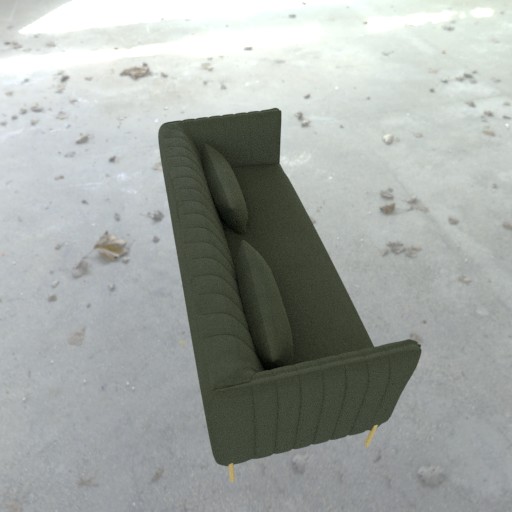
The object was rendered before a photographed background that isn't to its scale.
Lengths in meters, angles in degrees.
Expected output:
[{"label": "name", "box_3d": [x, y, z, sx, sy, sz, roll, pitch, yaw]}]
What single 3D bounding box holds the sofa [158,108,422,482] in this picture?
[{"label": "sofa", "box_3d": [0.000, 0.000, 2.604, 0.896, 0.793, 2.137, -10, 46, -10]}]
